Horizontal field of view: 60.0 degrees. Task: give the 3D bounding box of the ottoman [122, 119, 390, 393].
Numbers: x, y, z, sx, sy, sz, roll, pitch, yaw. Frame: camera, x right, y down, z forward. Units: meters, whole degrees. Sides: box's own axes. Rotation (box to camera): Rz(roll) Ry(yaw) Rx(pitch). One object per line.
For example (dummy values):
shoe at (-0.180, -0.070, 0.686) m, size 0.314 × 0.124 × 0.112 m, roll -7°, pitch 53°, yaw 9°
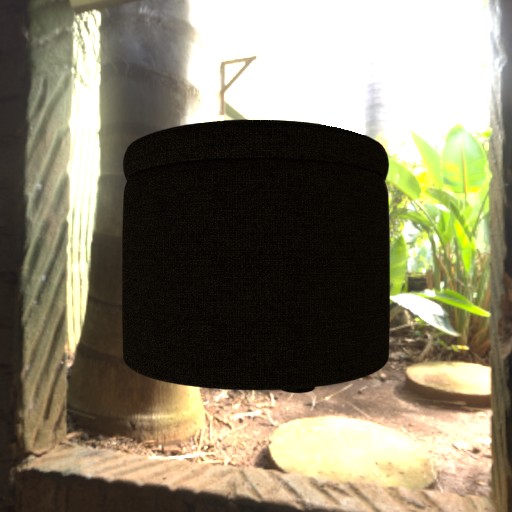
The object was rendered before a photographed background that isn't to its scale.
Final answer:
ottoman at (0.000, 0.000, 0.899) m, size 0.520 × 0.430 × 0.520 m, roll 0°, pitch 0°, yaw 0°
